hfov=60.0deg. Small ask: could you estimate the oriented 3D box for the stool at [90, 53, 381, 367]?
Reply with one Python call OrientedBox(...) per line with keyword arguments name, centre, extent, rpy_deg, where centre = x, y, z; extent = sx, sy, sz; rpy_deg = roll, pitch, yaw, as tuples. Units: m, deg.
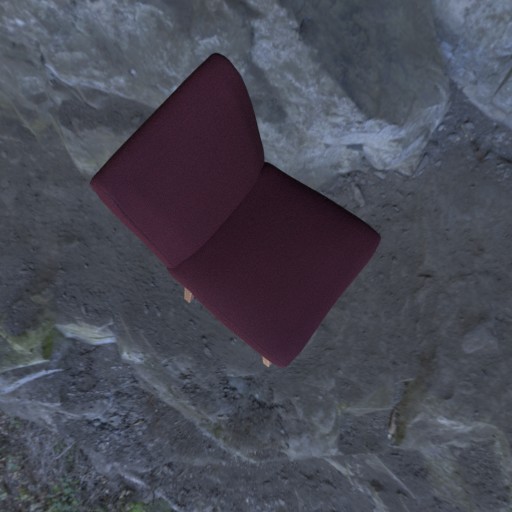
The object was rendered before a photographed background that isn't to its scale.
OrientedBox(name="stool", centre=(0.000, 0.000, 1.396), extent=(0.562, 1.093, 0.468), rpy_deg=(37, 78, 9))
